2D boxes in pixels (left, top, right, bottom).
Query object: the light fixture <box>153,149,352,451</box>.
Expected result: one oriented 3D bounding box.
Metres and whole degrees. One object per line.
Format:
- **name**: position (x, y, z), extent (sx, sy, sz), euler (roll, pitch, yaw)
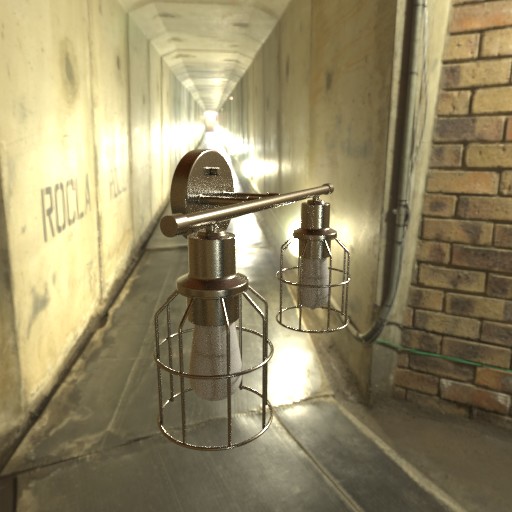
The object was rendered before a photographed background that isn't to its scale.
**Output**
- **light fixture**: position (0.000, 0.000, 0.542), extent (0.165, 0.254, 0.406), euler (6, 15, 26)
